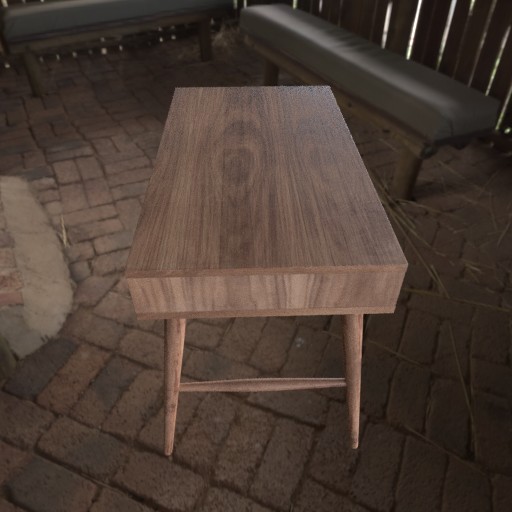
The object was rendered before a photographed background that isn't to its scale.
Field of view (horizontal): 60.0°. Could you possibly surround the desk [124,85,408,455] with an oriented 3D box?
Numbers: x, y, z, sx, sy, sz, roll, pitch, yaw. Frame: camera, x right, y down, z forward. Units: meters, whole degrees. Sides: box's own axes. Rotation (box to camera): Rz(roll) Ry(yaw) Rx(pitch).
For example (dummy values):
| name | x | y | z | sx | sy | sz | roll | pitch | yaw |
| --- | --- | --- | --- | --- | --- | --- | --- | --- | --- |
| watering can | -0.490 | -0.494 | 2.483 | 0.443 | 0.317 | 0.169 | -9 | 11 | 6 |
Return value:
| name | x | y | z | sx | sy | sz | roll | pitch | yaw |
| --- | --- | --- | --- | --- | --- | --- | --- | --- | --- |
| desk | 0.000 | 0.000 | 1.450 | 0.588 | 0.758 | 0.949 | -1 | 41 | -2 |
